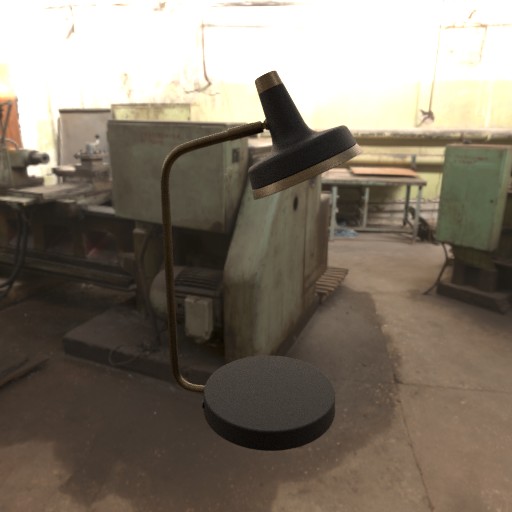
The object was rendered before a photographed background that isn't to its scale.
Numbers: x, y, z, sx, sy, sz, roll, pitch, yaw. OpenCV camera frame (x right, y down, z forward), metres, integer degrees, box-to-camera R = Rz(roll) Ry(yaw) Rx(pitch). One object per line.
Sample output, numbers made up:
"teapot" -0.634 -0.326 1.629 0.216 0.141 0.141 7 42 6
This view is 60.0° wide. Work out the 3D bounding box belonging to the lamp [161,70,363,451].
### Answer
"lamp" 0.000 0.000 0.495 0.218 0.385 0.162 3 17 9
